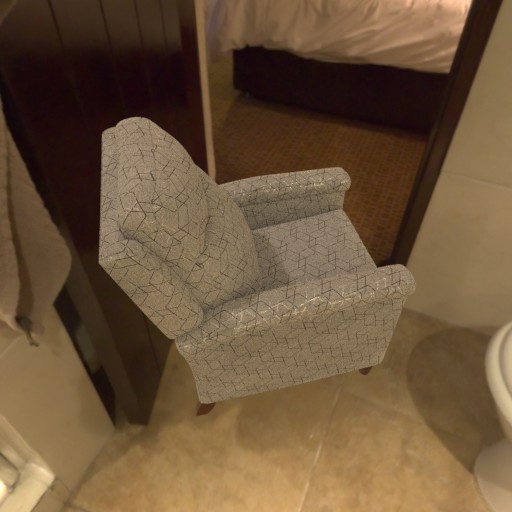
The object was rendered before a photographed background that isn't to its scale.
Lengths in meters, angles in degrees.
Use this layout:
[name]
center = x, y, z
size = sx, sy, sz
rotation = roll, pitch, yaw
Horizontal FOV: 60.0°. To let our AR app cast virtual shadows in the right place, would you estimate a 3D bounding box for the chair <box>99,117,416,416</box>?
[chair]
center = 0.000, 0.000, 1.746
size = 0.987, 1.048, 0.753
rotation = -9, 46, -9
